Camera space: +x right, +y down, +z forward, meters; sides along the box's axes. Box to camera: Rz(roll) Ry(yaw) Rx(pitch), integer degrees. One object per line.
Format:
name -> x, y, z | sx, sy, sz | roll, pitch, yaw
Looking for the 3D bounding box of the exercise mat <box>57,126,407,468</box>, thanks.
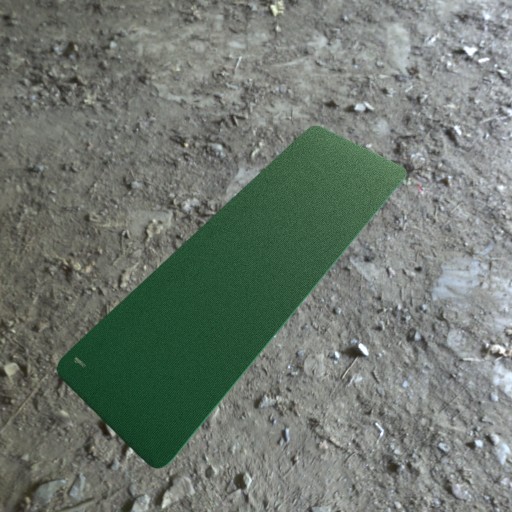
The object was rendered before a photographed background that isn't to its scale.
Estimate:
exercise mat -> 0.000, 0.000, 2.064 | 0.616, 0.021, 1.869 | 34, 63, 20
